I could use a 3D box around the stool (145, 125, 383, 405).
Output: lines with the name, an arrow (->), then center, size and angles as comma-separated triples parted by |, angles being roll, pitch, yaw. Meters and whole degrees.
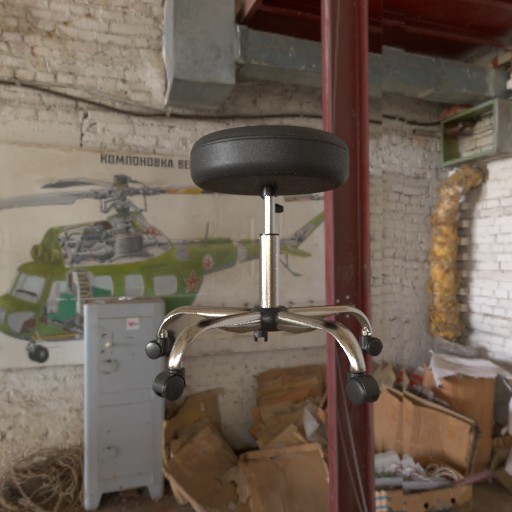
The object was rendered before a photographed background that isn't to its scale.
stool -> 0.000, 0.000, 1.161 | 0.638, 0.576, 0.673 | 0, 0, 17
